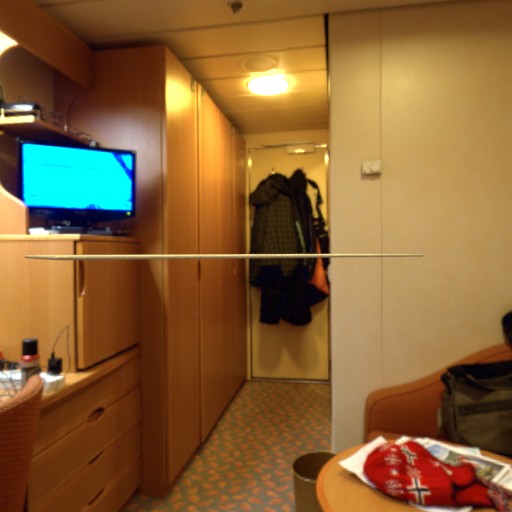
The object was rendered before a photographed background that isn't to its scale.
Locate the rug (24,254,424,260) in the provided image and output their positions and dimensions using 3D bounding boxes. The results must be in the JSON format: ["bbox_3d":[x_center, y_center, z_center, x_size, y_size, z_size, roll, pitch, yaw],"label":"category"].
[{"bbox_3d":[0.000,0.000,2.538,2.276,0.014,0.678,0,1,-36],"label":"rug"}]
